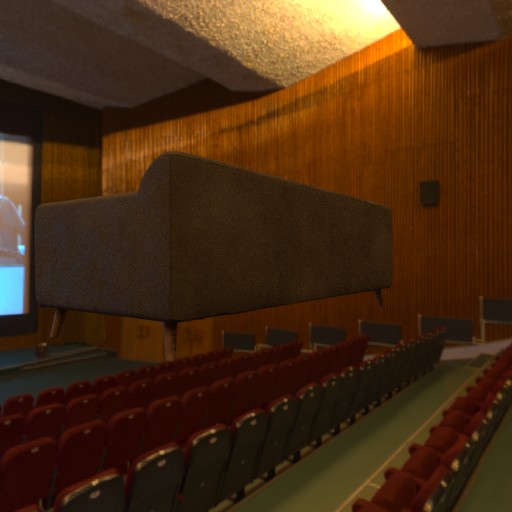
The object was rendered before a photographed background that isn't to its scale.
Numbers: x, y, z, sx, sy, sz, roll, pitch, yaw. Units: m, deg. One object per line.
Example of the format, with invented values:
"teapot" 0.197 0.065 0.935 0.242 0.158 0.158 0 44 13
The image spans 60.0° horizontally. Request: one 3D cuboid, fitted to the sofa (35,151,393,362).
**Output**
"sofa" 0.000 0.000 2.617 0.900 0.740 2.190 0 0 36
